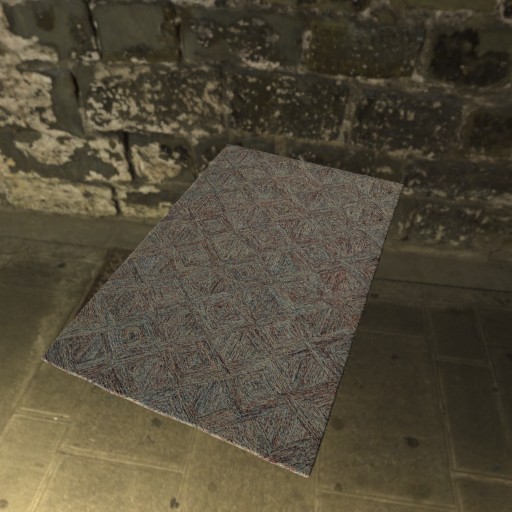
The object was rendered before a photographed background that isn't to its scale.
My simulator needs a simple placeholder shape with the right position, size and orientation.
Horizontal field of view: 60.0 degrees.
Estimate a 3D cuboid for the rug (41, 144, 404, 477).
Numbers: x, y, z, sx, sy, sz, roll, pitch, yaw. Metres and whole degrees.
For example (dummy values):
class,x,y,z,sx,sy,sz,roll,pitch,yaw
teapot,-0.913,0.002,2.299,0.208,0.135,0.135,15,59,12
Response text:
class,x,y,z,sx,sy,sz,roll,pitch,yaw
rug,0.000,0.000,2.181,1.143,0.014,1.761,17,48,16
